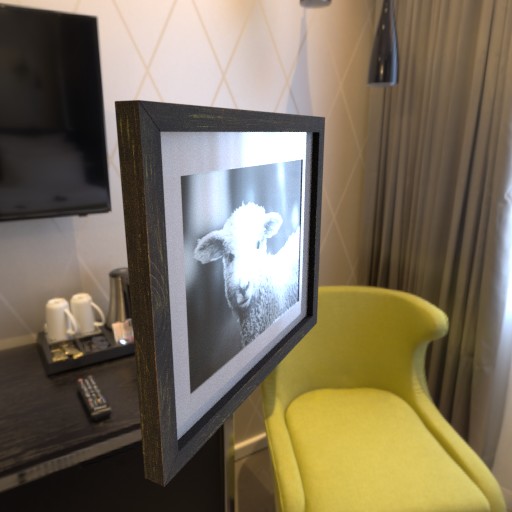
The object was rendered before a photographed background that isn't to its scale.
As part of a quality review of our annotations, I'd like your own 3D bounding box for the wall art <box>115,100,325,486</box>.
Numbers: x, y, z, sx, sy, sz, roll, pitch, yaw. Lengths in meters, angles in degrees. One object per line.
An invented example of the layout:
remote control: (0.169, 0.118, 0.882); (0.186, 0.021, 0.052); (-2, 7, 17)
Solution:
wall art: (0.000, 0.000, 0.739); (0.032, 0.457, 0.558); (8, 17, 26)
